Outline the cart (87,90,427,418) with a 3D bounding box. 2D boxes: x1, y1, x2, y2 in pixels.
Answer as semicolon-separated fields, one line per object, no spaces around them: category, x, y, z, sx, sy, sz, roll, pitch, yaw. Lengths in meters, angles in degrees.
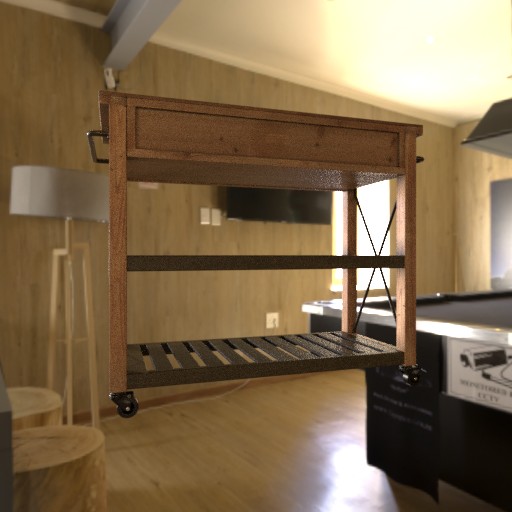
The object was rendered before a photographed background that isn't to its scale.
cart;0.000;0.000;0.979;0.686;0.554;0.298;0;0;-18
